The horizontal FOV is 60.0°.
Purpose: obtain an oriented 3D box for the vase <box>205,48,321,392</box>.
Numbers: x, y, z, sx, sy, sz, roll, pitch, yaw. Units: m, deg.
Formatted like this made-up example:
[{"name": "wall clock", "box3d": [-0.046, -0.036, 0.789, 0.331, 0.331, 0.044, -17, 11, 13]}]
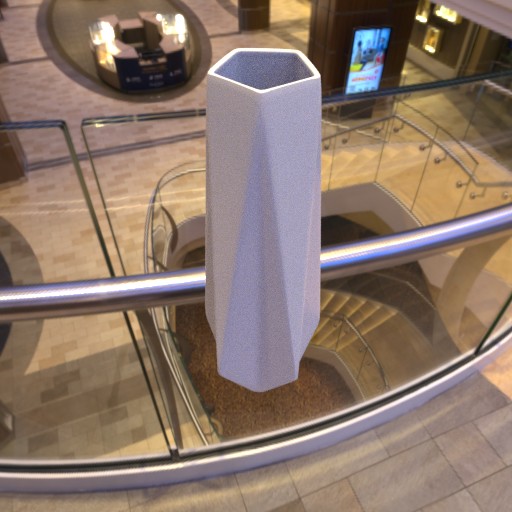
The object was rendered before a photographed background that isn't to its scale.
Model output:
[{"name": "vase", "box3d": [0.000, 0.000, 0.387, 0.116, 0.329, 0.122, 16, 47, 16]}]
